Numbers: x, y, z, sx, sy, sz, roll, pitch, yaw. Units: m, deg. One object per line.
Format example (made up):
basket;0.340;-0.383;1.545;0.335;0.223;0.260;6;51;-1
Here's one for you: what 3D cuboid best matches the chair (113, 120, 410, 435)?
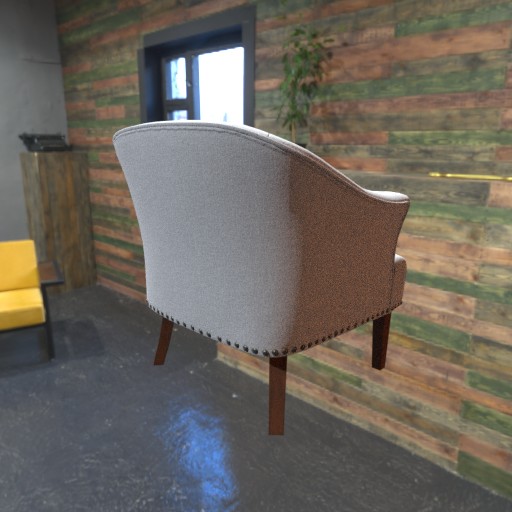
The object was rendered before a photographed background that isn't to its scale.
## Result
chair;0.000;0.000;1.440;0.798;0.815;0.704;14;19;43
